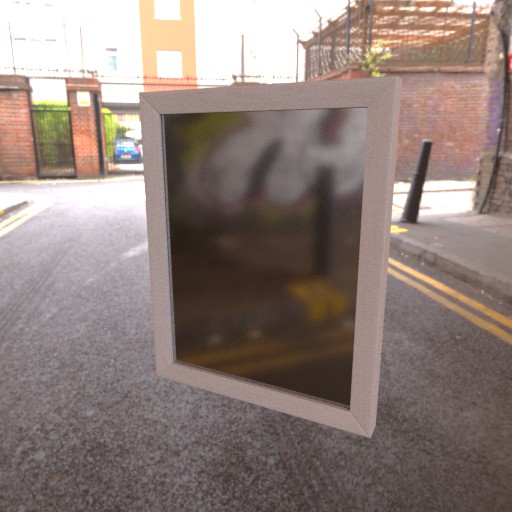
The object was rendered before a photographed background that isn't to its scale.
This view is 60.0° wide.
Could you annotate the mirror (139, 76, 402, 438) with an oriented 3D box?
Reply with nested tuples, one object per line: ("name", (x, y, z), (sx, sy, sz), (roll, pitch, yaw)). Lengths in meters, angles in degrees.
("mirror", (0.000, 0.000, 0.707), (0.405, 0.508, 0.041), (7, 16, 26))
